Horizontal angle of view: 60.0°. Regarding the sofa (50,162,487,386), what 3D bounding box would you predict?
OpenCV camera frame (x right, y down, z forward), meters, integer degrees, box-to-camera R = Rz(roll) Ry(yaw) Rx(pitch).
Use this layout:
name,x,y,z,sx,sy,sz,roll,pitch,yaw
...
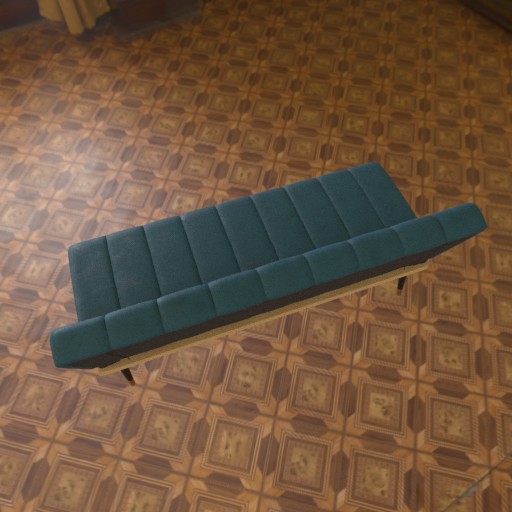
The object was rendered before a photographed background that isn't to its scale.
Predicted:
name,x,y,z,sx,sy,sz,roll,pitch,yaw
sofa,0.000,0.000,2.238,1.810,0.825,0.830,-17,60,-10
